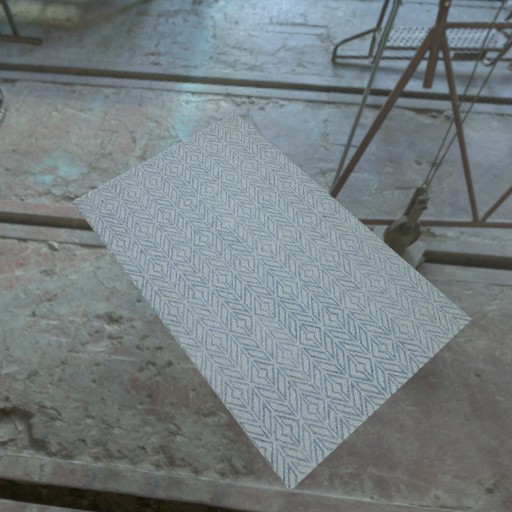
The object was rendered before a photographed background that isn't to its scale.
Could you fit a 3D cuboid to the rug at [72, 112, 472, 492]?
[{"bbox_3d":[0.000,0.000,3.036,1.526,0.008,2.441,-35,65,-19],"label":"rug"}]
